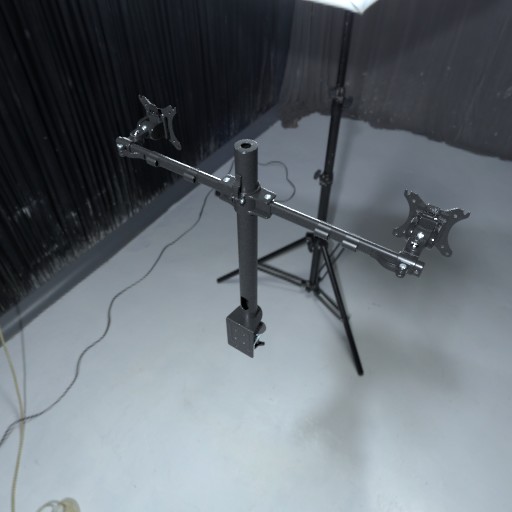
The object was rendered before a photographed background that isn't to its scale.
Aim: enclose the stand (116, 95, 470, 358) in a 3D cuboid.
[{"bbox_3d":[0.000,0.000,1.003,0.743,0.603,0.150,26,51,23],"label":"stand"}]
